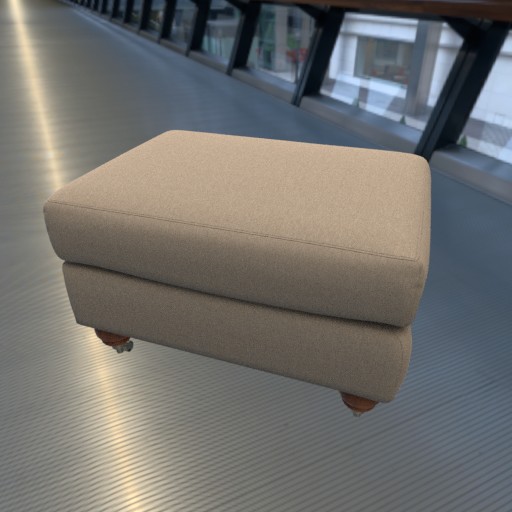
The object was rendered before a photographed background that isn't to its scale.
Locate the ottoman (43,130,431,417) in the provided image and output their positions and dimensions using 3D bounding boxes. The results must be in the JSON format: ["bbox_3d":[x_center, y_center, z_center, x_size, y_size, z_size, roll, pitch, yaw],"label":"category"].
[{"bbox_3d":[0.000,0.000,1.117,0.773,0.497,0.574,10,32,16],"label":"ottoman"}]
